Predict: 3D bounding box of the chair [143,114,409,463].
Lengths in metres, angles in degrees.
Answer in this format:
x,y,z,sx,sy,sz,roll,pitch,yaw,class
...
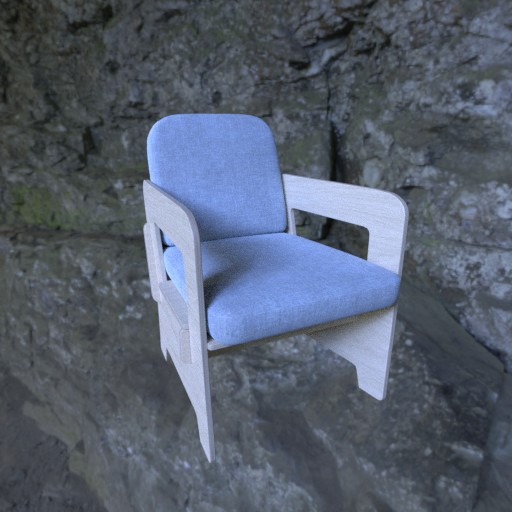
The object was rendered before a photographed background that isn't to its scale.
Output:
x,y,z,sx,sy,sz,roll,pitch,yaw,class
0.000,0.000,1.299,0.590,0.800,0.710,-9,19,-26,chair
